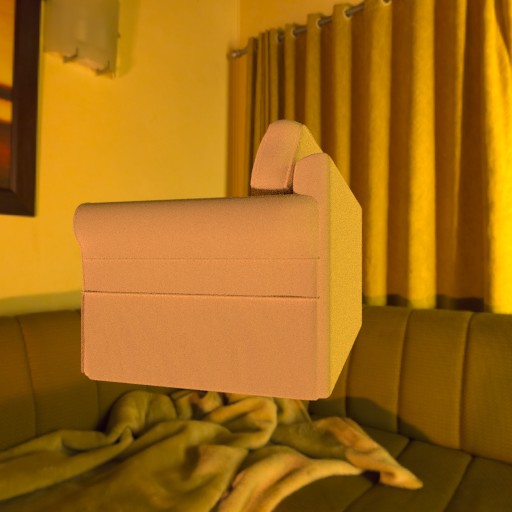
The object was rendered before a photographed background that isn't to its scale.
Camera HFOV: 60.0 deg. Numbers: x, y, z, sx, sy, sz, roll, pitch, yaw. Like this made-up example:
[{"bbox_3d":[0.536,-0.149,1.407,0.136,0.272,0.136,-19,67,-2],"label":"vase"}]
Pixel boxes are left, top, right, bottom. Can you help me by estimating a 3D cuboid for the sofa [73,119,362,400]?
[{"bbox_3d":[0.000,0.000,2.338,0.991,0.940,1.727,0,0,17],"label":"sofa"}]
